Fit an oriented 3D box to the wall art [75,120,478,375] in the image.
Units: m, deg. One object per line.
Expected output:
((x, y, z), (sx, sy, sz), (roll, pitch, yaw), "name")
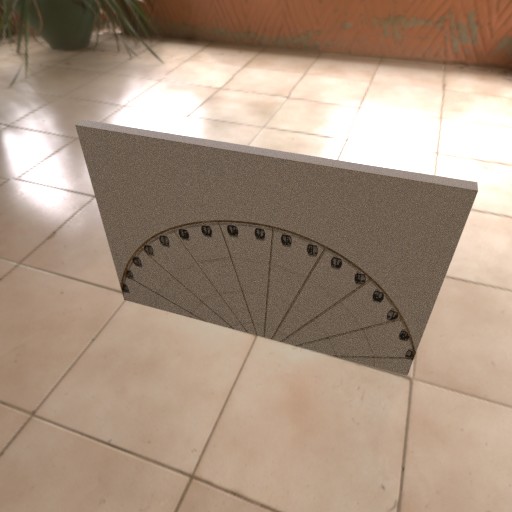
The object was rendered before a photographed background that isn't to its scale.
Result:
((0.000, 0.000, 1.154), (0.898, 0.601, 0.038), (13, 42, 14), "wall art")
